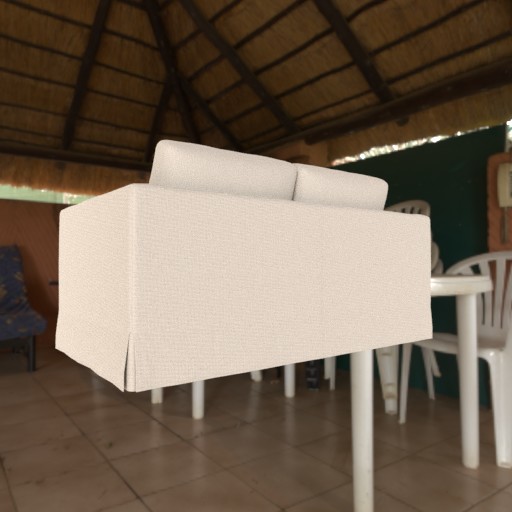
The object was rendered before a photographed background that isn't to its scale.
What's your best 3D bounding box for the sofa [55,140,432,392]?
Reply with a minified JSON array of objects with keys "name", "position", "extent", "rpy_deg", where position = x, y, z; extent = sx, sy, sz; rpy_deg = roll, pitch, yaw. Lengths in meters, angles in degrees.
[{"name":"sofa","position":[0.000,0.000,2.400],"extent":[1.813,0.932,1.009],"rpy_deg":[1,-1,-37]}]
